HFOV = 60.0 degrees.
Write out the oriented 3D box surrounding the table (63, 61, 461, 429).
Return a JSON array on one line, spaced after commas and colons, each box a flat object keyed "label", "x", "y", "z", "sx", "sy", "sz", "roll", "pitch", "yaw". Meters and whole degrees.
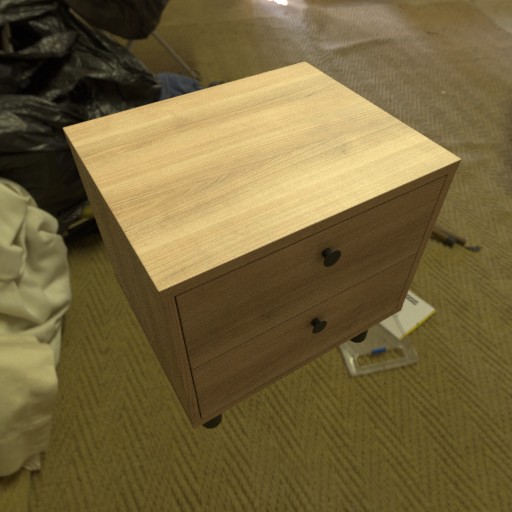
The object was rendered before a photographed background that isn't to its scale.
[{"label": "table", "x": 0.000, "y": 0.000, "z": 0.797, "sx": 0.445, "sy": 0.460, "sz": 0.380, "roll": -24, "pitch": 51, "yaw": -21}]
